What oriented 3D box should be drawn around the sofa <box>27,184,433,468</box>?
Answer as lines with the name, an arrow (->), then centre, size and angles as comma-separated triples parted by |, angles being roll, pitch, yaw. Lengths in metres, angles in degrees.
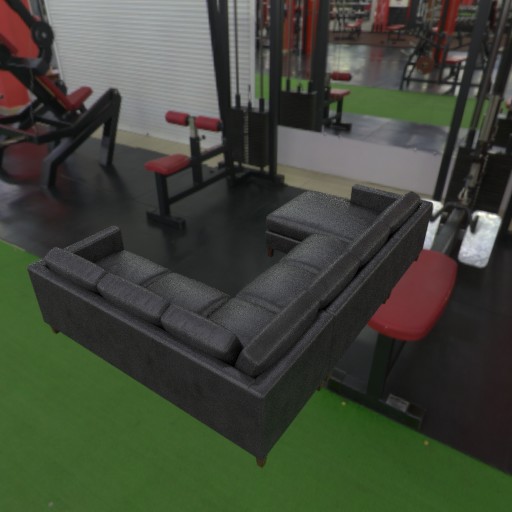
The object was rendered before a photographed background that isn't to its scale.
sofa -> 0.000, 0.000, 4.472 | 2.452, 0.891, 3.324 | 20, 37, 29
